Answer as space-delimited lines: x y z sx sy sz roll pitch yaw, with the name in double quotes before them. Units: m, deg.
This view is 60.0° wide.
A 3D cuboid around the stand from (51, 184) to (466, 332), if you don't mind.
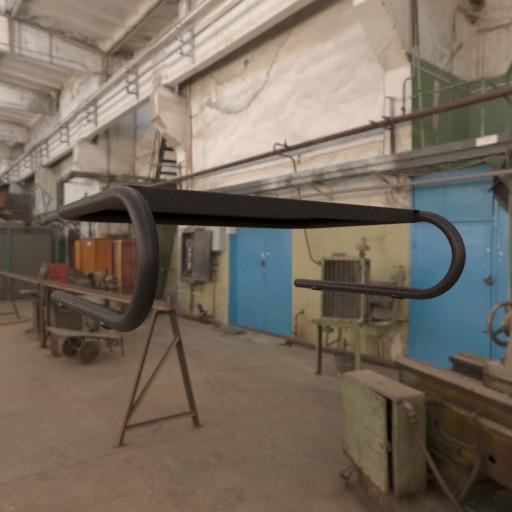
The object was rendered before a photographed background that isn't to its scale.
"stand" 0.000 0.000 0.490 0.370 0.108 0.280 -1 1 -35
